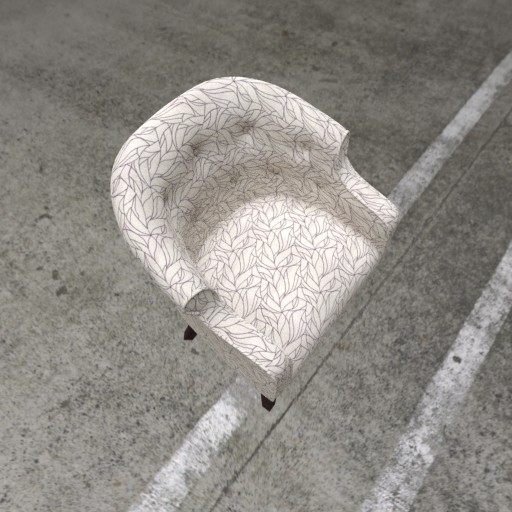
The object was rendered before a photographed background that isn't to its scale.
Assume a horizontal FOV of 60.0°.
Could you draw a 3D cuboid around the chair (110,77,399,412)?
[{"bbox_3d":[0.000,0.000,1.355,0.613,0.858,0.686,33,64,19],"label":"chair"}]
